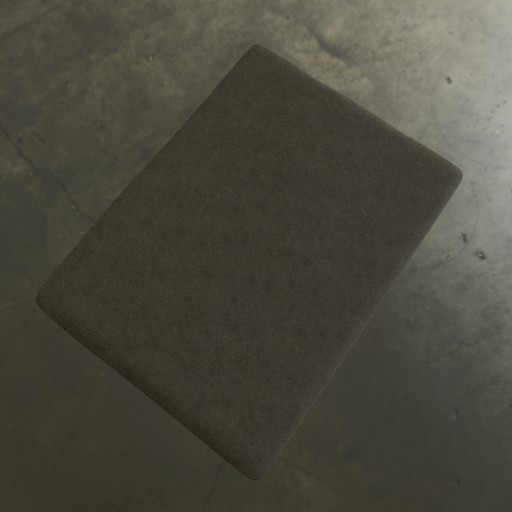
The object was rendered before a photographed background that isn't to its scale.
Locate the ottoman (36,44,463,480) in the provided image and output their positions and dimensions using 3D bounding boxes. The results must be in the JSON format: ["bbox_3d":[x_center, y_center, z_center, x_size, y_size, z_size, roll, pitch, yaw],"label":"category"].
[{"bbox_3d":[0.000,0.000,1.198,0.639,0.464,0.839,35,78,9],"label":"ottoman"}]
